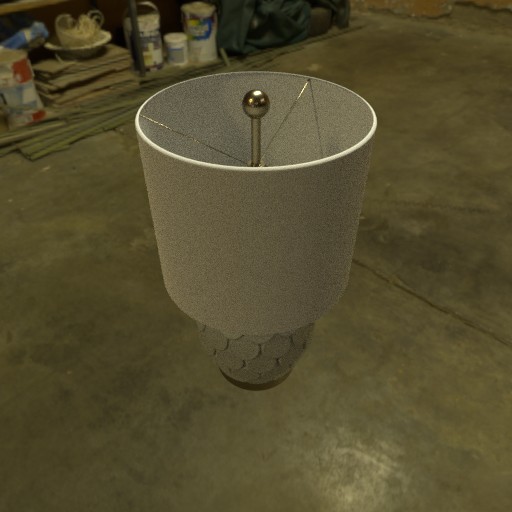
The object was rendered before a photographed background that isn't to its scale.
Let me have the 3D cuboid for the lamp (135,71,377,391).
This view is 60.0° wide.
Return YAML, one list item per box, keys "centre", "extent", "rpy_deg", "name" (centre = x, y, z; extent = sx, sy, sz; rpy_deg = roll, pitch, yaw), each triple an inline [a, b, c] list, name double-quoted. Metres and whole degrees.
- centre: [0.000, 0.000, 0.607]
  extent: [0.254, 0.452, 0.254]
  rpy_deg: [0, 40, 0]
  name: "lamp"
